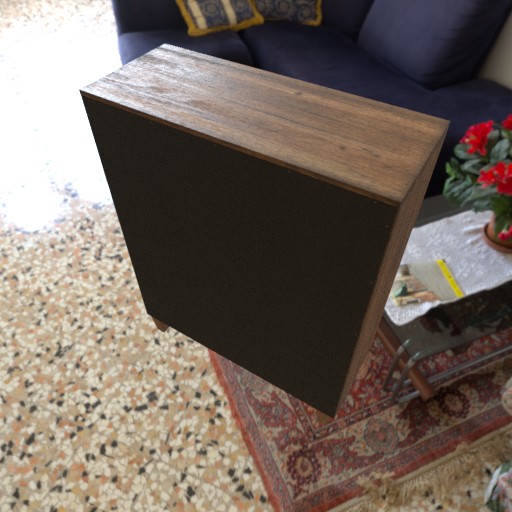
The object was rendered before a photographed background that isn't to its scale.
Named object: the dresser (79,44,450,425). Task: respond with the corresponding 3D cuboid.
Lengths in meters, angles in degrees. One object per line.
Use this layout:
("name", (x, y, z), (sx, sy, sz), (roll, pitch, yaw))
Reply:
("dresser", (0.000, 0.000, 1.851), (1.067, 1.359, 0.438), (24, 51, 21))
